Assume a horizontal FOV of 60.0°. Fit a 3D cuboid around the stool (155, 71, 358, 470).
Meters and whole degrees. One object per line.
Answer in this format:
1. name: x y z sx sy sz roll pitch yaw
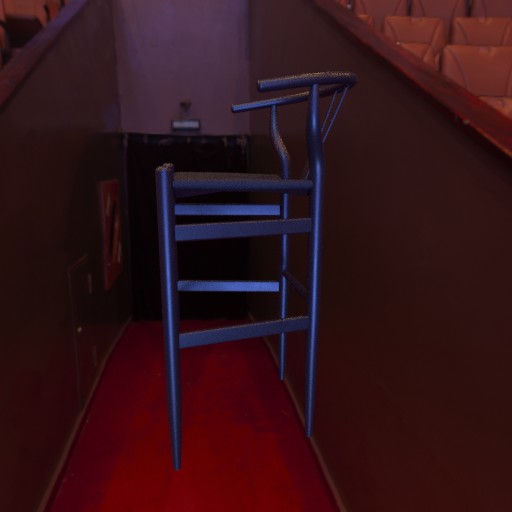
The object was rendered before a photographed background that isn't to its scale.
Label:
1. stool: 0.000 0.000 1.415 0.579 1.072 0.569 -2 13 -10
